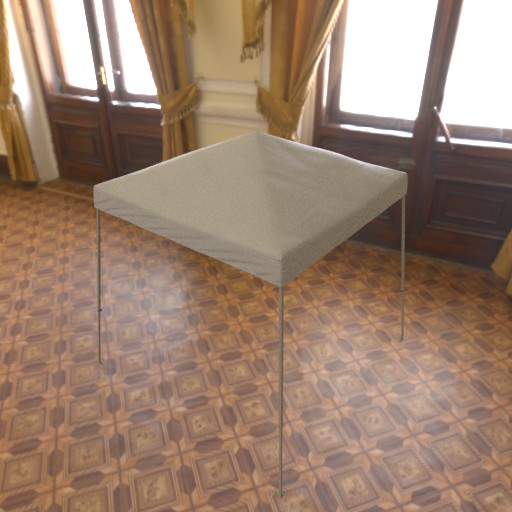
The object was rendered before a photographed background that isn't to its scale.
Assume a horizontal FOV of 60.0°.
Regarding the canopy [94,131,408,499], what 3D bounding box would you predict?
[{"bbox_3d":[0.000,0.000,6.433,3.600,3.600,3.599,22,36,33],"label":"canopy"}]
